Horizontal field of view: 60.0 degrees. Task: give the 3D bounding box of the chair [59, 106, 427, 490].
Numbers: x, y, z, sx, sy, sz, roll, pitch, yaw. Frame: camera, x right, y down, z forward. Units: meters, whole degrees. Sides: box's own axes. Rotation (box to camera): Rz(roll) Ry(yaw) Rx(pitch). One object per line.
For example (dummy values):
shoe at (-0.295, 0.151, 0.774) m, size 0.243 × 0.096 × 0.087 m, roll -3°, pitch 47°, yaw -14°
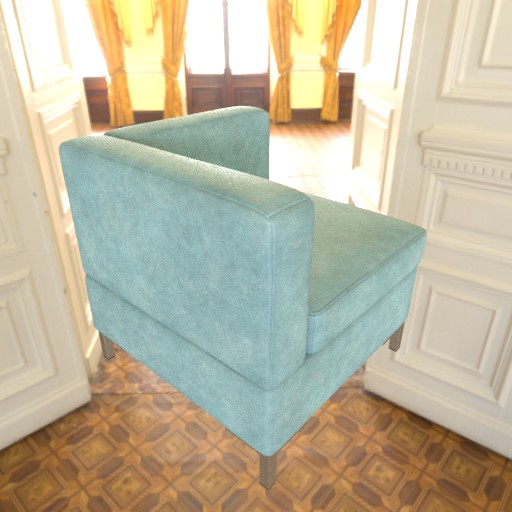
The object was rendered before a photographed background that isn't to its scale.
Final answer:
chair at (0.000, 0.000, 1.205) m, size 0.691 × 0.660 × 0.684 m, roll 23°, pitch 36°, yaw 36°
